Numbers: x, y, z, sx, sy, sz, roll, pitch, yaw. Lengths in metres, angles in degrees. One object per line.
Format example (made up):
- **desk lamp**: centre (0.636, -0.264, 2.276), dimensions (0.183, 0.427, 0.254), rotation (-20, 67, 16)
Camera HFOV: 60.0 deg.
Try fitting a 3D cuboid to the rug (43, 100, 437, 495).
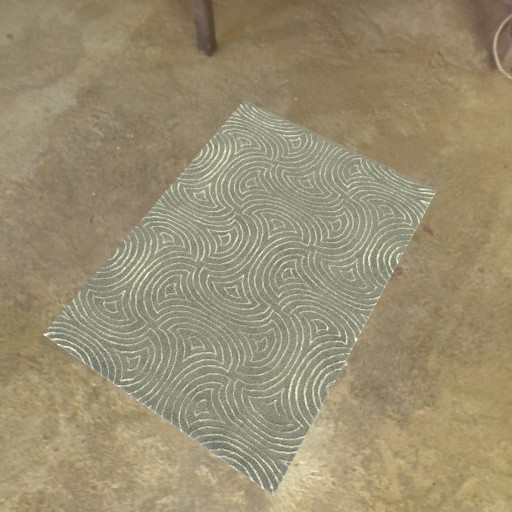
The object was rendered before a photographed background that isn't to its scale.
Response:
- **rug**: centre (0.000, 0.000, 2.767), dimensions (1.543, 0.015, 2.144), rotation (29, 67, 14)
